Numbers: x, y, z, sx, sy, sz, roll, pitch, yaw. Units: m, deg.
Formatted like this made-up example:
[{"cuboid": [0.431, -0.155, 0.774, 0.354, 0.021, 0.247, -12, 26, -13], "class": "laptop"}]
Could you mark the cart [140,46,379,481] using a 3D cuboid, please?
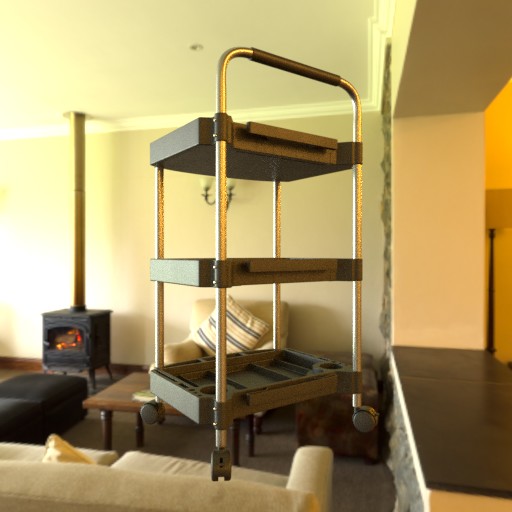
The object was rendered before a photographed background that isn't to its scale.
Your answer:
[{"cuboid": [0.000, 0.000, 1.394, 0.584, 1.075, 0.518, 0, 0, -35], "class": "cart"}]
